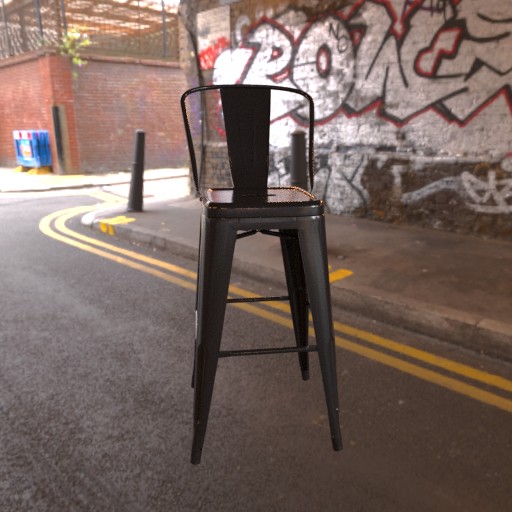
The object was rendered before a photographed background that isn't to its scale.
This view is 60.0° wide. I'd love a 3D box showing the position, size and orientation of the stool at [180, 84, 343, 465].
[{"bbox_3d":[0.000,0.000,1.338,0.432,1.022,0.528,-2,16,-7],"label":"stool"}]
